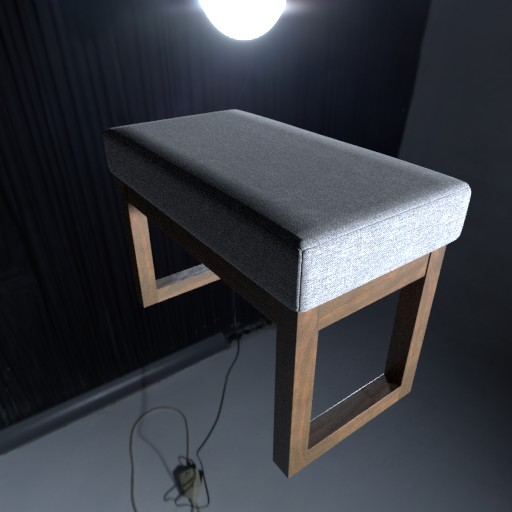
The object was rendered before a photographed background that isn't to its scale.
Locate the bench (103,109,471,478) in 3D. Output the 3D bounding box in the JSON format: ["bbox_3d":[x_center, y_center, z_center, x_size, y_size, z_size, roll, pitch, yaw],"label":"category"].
[{"bbox_3d":[0.000,0.000,0.950,0.366,0.467,0.681,-20,36,-31],"label":"bench"}]
